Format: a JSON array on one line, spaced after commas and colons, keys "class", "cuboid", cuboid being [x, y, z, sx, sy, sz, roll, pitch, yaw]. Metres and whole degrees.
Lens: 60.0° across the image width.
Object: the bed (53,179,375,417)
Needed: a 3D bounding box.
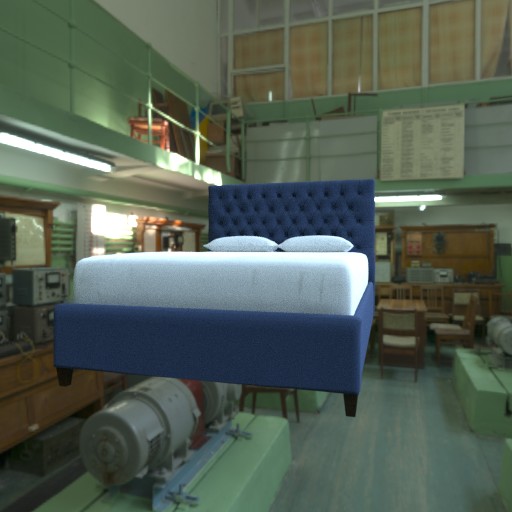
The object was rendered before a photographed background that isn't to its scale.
[{"class": "bed", "cuboid": [0.000, 0.000, 3.366, 1.706, 1.427, 2.387, 0, 1, 16]}]
